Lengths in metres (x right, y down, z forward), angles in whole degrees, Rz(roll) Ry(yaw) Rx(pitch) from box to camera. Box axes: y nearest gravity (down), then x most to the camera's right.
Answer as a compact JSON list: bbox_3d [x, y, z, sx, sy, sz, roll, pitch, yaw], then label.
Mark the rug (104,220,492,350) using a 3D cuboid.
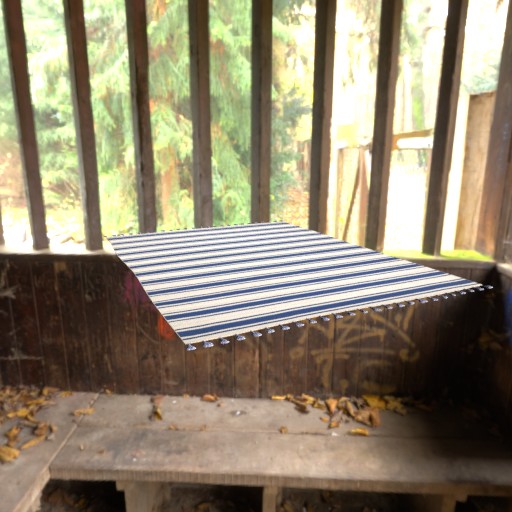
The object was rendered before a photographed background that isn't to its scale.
[{"bbox_3d":[0.000,0.000,4.400,2.471,0.016,3.416,-7,16,-25],"label":"rug"}]
